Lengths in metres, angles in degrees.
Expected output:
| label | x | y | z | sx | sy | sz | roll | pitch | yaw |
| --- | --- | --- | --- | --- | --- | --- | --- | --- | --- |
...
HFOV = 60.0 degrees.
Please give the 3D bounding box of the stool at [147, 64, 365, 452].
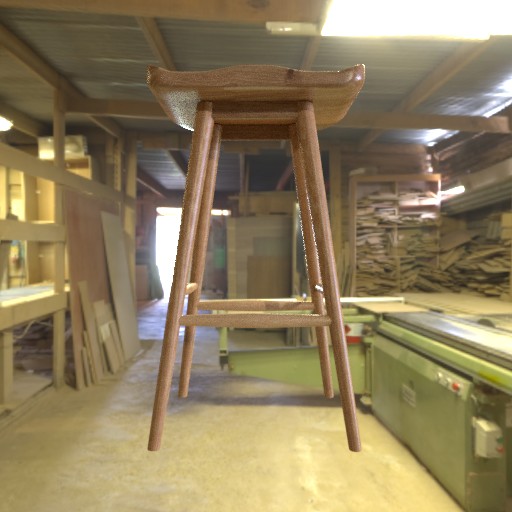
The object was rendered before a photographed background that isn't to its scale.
| label | x | y | z | sx | sy | sz | roll | pitch | yaw |
| --- | --- | --- | --- | --- | --- | --- | --- | --- | --- |
| stool | 0.000 | 0.000 | 0.948 | 0.407 | 0.698 | 0.322 | 0 | 0 | 0 |
